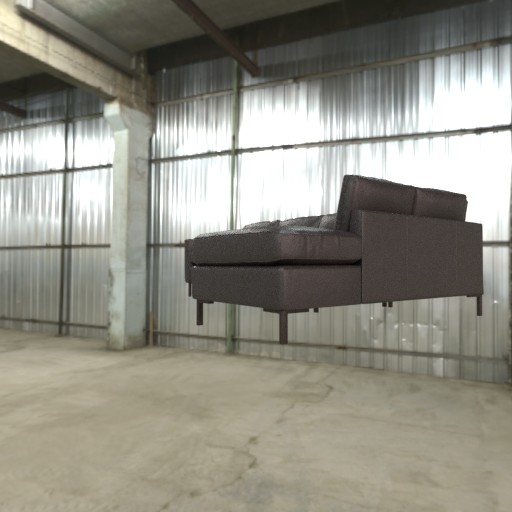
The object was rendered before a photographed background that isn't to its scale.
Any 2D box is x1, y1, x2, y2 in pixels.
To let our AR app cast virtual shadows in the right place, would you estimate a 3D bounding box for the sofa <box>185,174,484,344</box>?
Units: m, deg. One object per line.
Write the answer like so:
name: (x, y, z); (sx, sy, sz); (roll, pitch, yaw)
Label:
sofa: (0.000, 0.000, 3.778); (1.938, 0.877, 2.984); (1, -1, -36)
